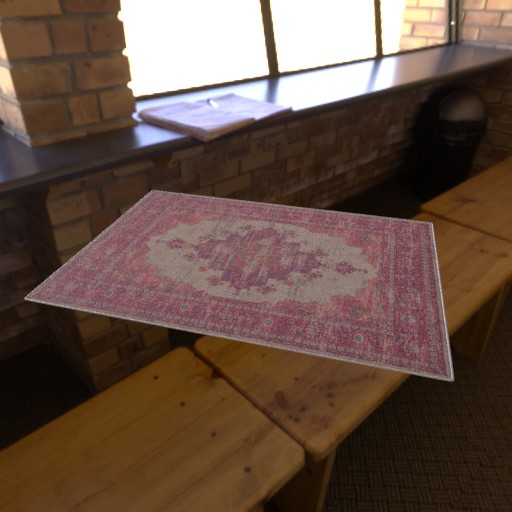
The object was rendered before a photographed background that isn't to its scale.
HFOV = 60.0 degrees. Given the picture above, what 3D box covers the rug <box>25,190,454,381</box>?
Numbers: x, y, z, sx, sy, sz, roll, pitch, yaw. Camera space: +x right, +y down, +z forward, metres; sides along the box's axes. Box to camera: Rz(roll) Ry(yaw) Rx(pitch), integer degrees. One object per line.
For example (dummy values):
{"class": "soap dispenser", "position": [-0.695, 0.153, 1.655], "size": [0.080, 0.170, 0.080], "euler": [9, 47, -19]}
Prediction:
{"class": "rug", "position": [0.000, 0.000, 3.646], "size": [2.878, 0.014, 2.005], "euler": [8, 33, 13]}
